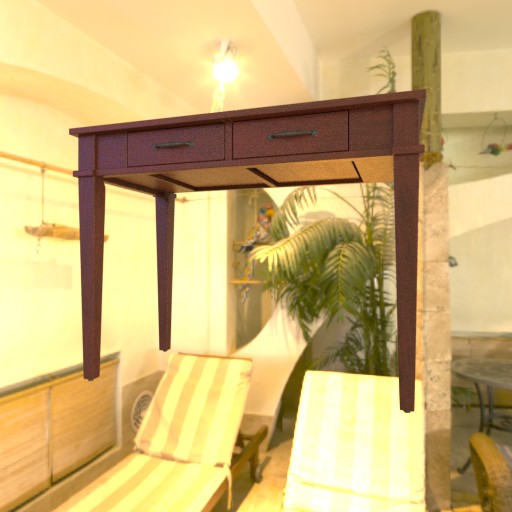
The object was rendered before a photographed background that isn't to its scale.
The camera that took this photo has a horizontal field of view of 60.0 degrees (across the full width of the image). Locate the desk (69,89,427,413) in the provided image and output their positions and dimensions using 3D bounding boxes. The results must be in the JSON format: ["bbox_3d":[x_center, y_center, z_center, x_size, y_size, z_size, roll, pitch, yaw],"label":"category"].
[{"bbox_3d":[0.000,0.000,1.430,1.001,0.762,0.549,0,0,18],"label":"desk"}]
